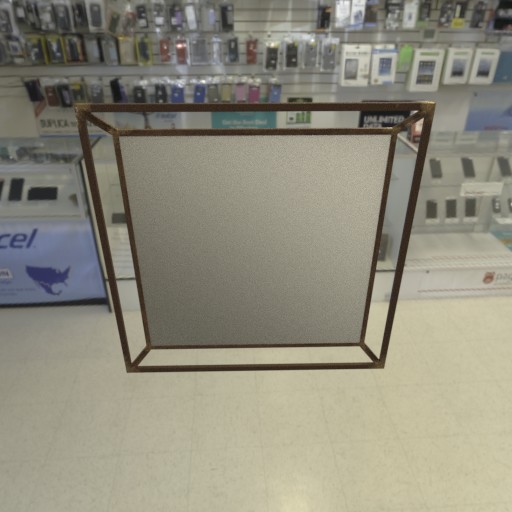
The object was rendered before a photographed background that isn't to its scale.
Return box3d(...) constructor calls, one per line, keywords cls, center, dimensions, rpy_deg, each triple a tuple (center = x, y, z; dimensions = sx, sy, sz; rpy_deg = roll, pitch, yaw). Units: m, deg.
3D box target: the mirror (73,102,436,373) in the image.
box3d(cls="mirror", center=(0.000, 0.000, 0.911), dimensions=(0.610, 0.610, 0.032), rpy_deg=(-1, 30, -1))
